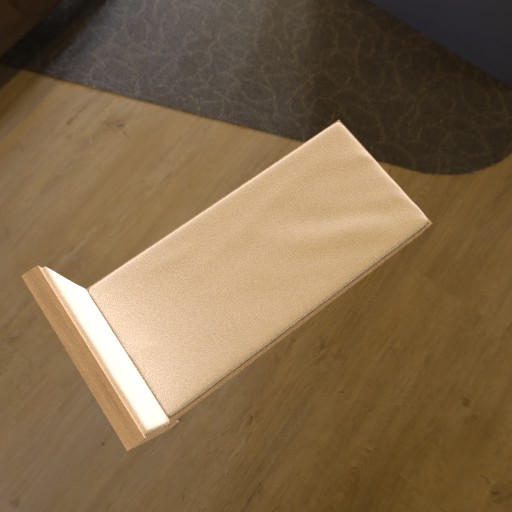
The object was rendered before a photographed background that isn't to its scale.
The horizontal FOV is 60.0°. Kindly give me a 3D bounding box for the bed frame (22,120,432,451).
[{"bbox_3d":[0.000,0.000,2.689,2.140,0.920,0.990,-35,77,-10],"label":"bed frame"}]
